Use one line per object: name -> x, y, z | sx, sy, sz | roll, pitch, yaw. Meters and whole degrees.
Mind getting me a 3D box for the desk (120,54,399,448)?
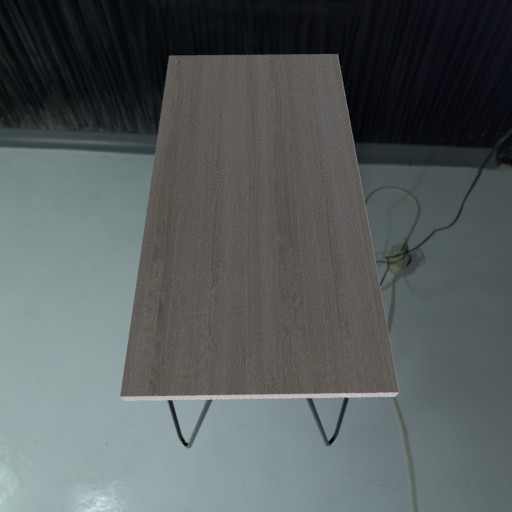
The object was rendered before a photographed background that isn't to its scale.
desk -> 0.000, 0.000, 1.332 | 0.499, 0.660, 0.991 | -1, 58, 0
